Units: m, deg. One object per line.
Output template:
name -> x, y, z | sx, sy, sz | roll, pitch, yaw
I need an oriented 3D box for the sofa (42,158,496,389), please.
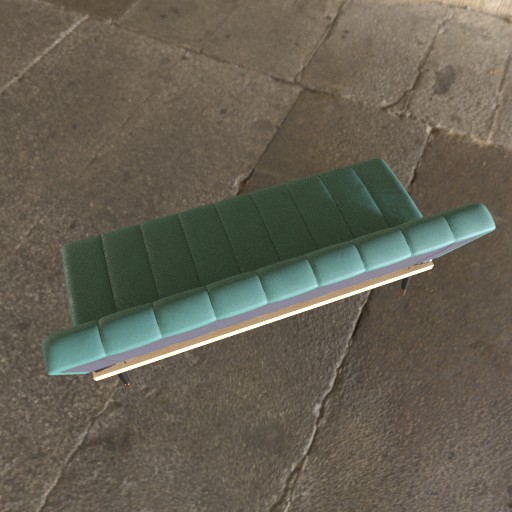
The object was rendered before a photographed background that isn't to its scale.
sofa -> 0.000, 0.000, 2.169 | 1.810, 0.820, 0.830 | -17, 61, -10
